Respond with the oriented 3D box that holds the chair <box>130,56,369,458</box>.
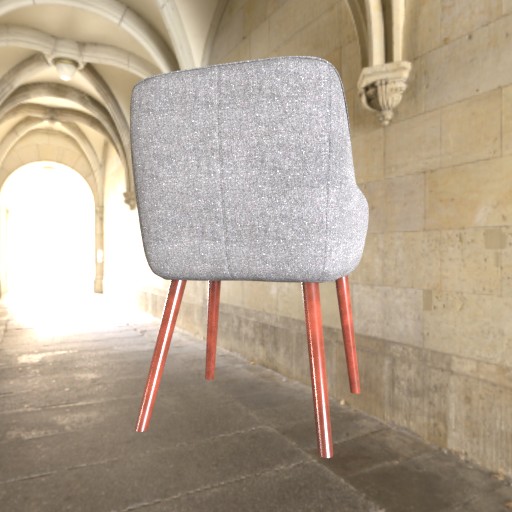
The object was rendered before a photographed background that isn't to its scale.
[{"bbox_3d":[0.000,0.000,1.156,0.543,0.803,0.519,0,0,18],"label":"chair"}]
